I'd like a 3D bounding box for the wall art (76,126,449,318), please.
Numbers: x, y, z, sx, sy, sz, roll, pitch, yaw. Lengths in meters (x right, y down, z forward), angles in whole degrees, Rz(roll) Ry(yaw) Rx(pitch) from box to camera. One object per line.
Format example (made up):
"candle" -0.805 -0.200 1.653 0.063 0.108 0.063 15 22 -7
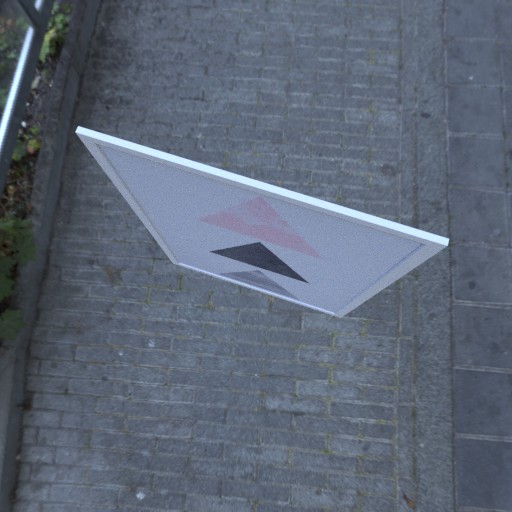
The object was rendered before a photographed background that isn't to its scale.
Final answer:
"wall art" 0.000 0.000 1.200 0.659 0.940 0.013 18 76 5
